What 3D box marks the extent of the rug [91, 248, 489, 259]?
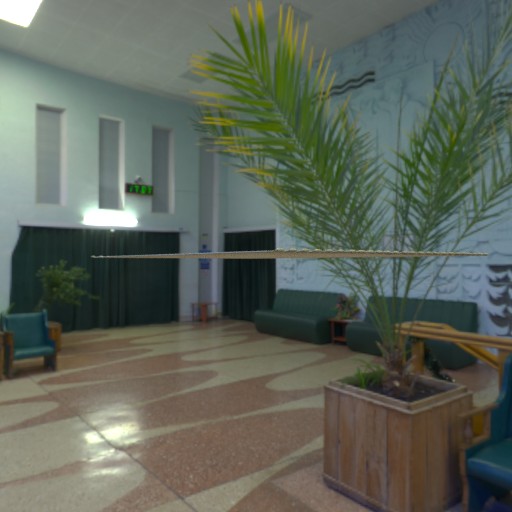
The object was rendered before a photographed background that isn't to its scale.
[{"bbox_3d":[0.000,0.000,3.042,1.540,0.018,2.435,1,-1,-36],"label":"rug"}]
